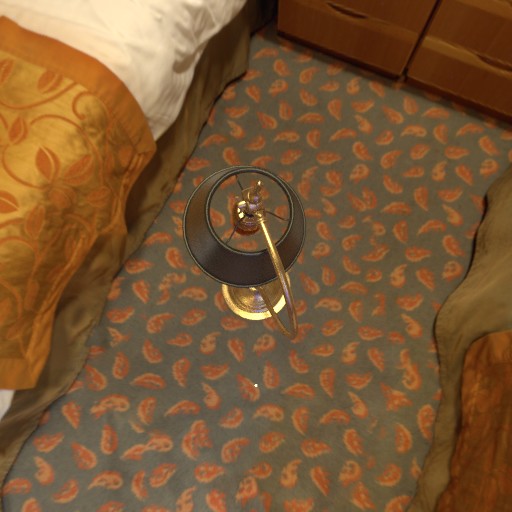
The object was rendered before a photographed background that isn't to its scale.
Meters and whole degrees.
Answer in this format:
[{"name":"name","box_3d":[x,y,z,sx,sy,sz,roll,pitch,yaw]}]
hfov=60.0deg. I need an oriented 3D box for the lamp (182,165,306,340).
[{"name":"lamp","box_3d":[0.000,0.000,0.839,0.235,0.675,0.344,-20,75,-6]}]
